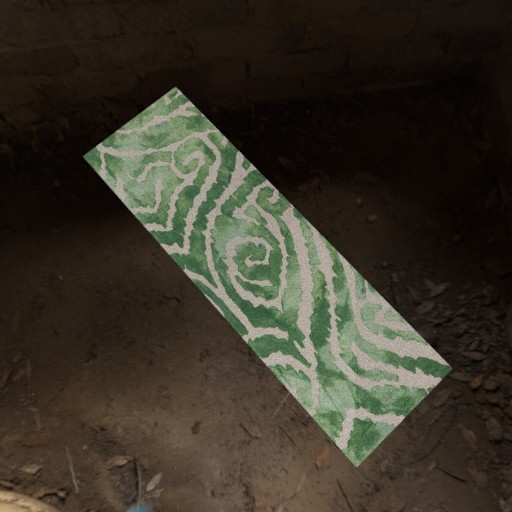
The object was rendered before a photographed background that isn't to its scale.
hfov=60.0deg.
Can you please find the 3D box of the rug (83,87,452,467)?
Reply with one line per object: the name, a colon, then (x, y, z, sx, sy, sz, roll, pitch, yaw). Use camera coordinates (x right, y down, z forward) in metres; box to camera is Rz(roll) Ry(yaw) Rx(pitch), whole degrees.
rug: (0.000, 0.000, 2.644, 0.761, 0.006, 2.438, -41, 79, -10)
